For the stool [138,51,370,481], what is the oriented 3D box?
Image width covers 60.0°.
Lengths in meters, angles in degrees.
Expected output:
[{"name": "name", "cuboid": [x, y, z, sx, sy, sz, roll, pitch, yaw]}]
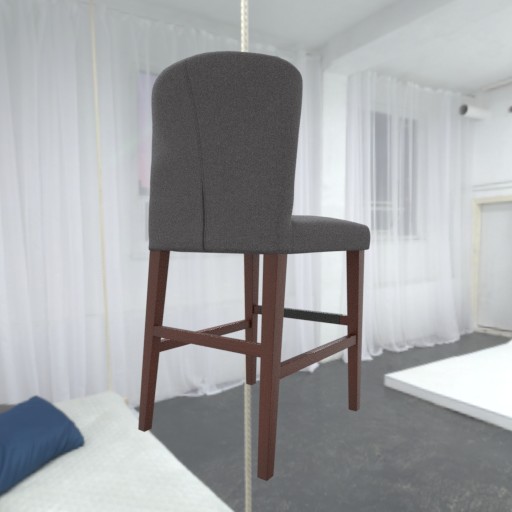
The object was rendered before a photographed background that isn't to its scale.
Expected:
[{"name": "stool", "cuboid": [0.000, 0.000, 1.293, 0.481, 0.968, 0.568, 2, 3, 37]}]
